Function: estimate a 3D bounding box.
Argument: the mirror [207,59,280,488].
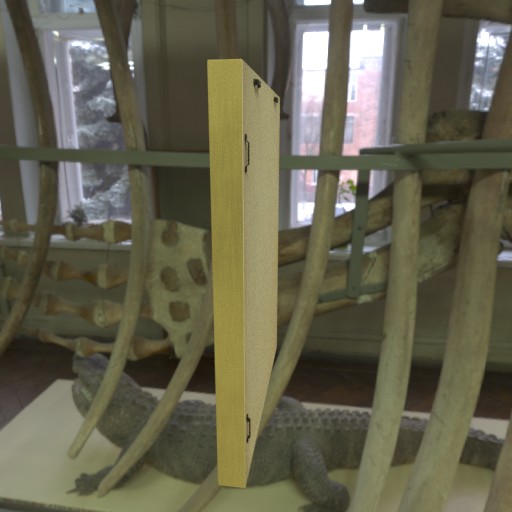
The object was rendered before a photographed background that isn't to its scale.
[{"bbox_3d":[0.000,0.000,0.698,0.041,0.508,0.405,2,15,8],"label":"mirror"}]
